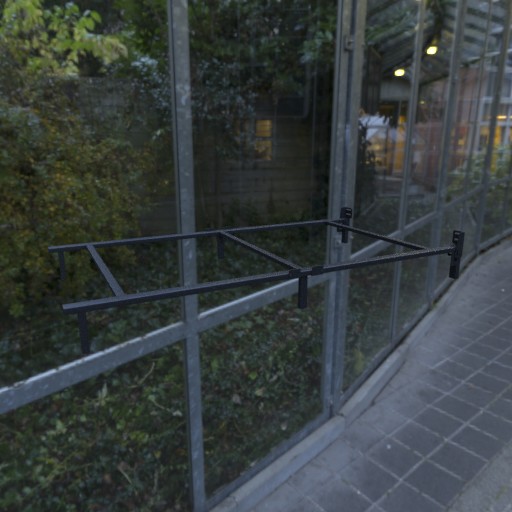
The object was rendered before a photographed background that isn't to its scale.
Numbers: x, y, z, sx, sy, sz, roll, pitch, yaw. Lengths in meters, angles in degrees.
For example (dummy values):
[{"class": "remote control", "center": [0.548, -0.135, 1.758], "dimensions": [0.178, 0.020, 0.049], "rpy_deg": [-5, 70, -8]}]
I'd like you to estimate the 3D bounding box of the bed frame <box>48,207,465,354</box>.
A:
[{"class": "bed frame", "center": [0.000, 0.000, 2.283], "dimensions": [1.897, 0.248, 0.968], "rpy_deg": [-7, 17, -26]}]
